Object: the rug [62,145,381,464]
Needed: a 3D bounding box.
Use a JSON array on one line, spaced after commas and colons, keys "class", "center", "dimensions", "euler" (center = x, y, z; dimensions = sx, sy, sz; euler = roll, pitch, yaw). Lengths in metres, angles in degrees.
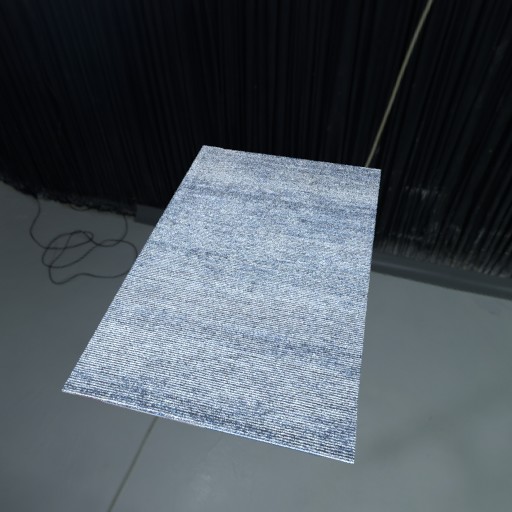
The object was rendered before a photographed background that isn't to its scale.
[{"class": "rug", "center": [0.000, 0.000, 2.255], "dimensions": [1.159, 0.025, 1.793], "euler": [10, 48, 9]}]
